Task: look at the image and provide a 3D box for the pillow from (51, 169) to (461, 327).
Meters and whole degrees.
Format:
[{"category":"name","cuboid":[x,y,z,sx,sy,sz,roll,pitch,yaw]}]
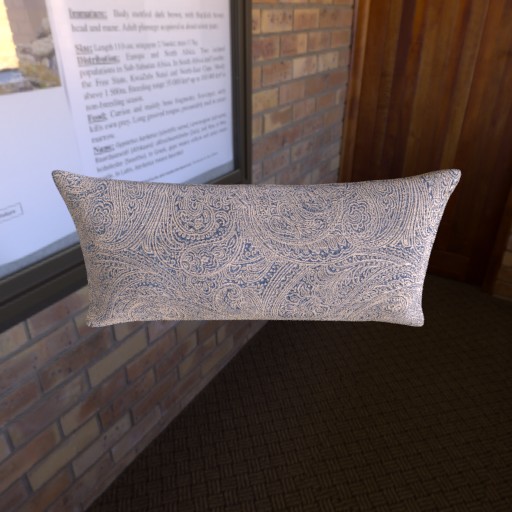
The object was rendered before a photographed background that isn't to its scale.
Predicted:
[{"category":"pillow","cuboid":[0.000,0.000,0.734,0.615,0.295,0.151,0,29,0]}]
